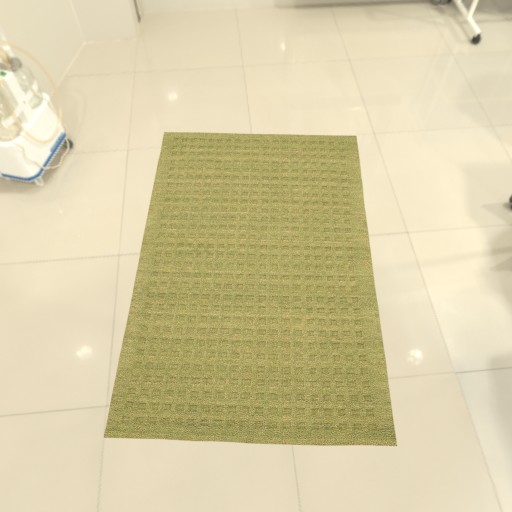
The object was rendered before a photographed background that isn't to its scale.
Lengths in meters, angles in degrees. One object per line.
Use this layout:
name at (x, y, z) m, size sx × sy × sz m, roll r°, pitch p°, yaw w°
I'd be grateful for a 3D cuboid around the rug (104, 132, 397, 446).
rug at (0.000, 0.000, 2.909) m, size 1.529 × 0.007 × 2.297 m, roll 1°, pitch 58°, yaw 1°
